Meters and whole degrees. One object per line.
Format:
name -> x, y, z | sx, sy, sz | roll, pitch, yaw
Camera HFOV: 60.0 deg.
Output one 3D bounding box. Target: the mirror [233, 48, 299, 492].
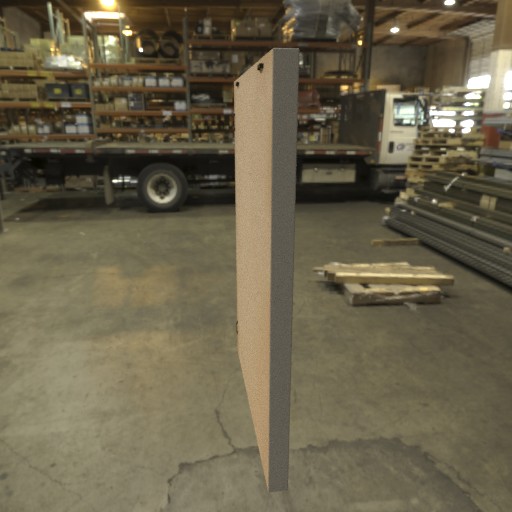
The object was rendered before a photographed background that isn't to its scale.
mirror -> 0.000, 0.000, 0.913 | 0.040, 0.710, 0.507 | -2, 17, -8
